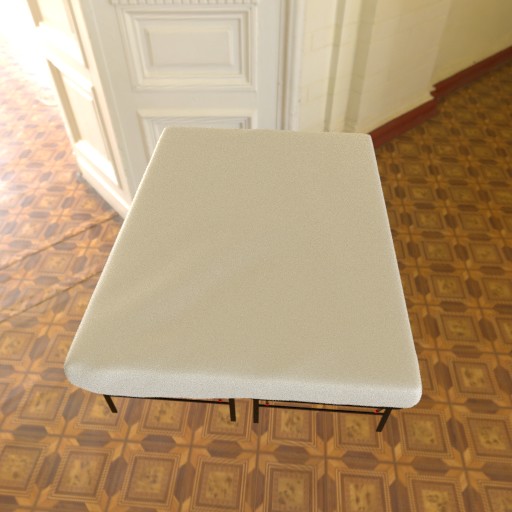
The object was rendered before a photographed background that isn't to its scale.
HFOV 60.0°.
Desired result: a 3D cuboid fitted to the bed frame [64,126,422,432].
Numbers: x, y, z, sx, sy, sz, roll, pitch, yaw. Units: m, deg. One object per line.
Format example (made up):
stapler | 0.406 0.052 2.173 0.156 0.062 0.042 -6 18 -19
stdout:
bed frame | 0.000 0.000 2.804 1.584 0.667 2.151 3 46 3
